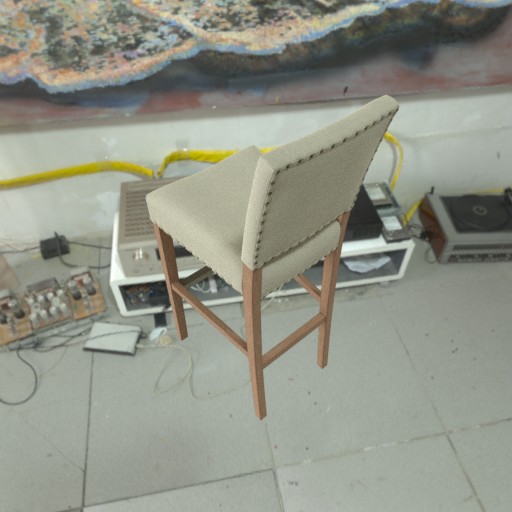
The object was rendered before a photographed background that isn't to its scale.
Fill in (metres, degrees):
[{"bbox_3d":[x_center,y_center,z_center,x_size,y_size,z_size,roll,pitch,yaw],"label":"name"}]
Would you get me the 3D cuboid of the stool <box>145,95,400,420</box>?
[{"bbox_3d":[0.000,0.000,1.417,0.428,1.143,0.546,-32,54,-26],"label":"stool"}]
